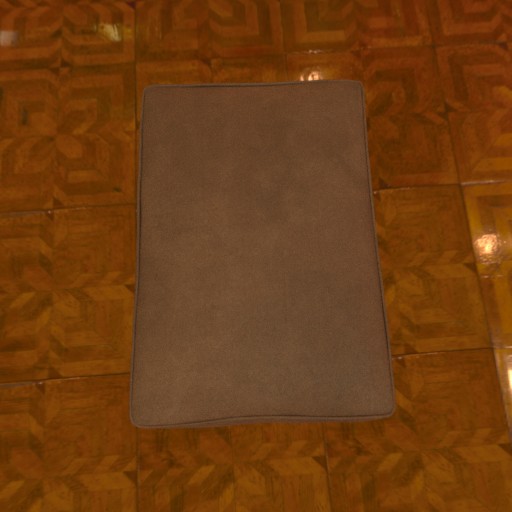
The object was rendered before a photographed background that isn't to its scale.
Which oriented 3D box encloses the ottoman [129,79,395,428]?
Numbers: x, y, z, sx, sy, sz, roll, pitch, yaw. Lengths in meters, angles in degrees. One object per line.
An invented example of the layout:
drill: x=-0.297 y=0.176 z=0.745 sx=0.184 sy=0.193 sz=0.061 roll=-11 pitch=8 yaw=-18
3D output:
ottoman: x=0.000 y=0.000 z=1.239 sx=0.596 sy=0.481 sz=0.860 roll=-2 pitch=76 yaw=0
